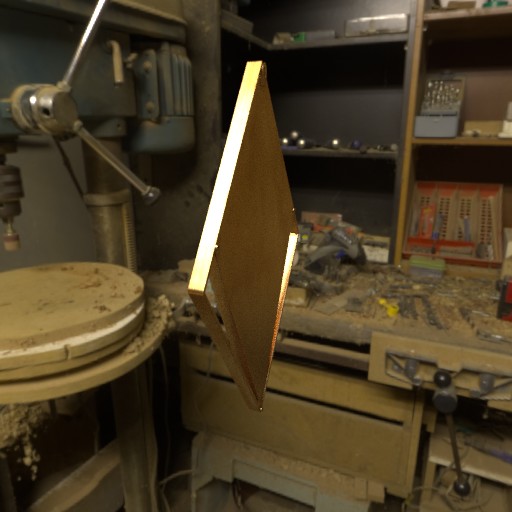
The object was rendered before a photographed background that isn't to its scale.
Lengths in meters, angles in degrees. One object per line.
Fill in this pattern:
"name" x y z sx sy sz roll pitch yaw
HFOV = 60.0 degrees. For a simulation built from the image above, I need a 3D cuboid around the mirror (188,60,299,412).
"mirror" 0.000 0.000 0.836 0.032 0.679 0.419 7 18 24
